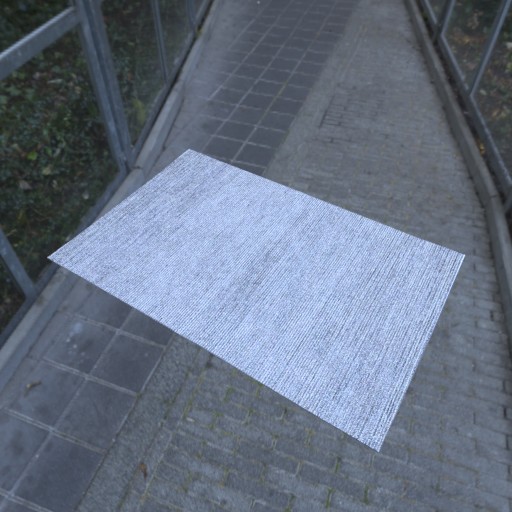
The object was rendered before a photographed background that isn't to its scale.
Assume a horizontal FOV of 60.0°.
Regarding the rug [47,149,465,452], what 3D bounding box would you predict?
[{"bbox_3d":[0.000,0.000,2.245,1.789,0.021,1.159,25,51,22],"label":"rug"}]
